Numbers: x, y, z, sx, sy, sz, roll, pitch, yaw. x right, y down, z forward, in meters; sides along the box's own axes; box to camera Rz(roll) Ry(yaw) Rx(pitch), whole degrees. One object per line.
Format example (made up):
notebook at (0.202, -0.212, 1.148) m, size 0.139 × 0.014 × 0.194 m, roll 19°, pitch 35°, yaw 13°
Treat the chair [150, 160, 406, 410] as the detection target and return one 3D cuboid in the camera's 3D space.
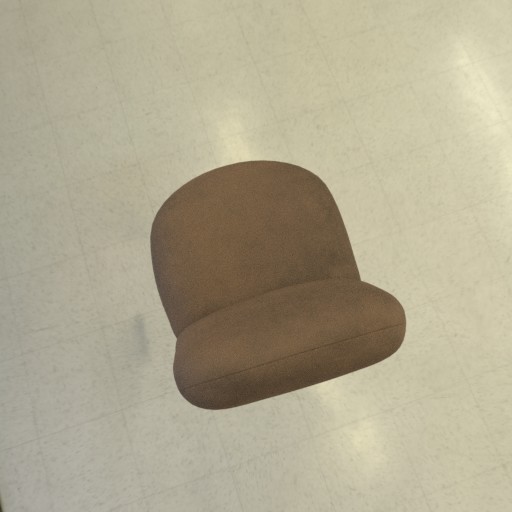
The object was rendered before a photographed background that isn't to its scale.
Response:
chair at (0.000, 0.000, 1.034) m, size 0.521 × 0.594 × 0.597 m, roll -16°, pitch 76°, yaw -4°
